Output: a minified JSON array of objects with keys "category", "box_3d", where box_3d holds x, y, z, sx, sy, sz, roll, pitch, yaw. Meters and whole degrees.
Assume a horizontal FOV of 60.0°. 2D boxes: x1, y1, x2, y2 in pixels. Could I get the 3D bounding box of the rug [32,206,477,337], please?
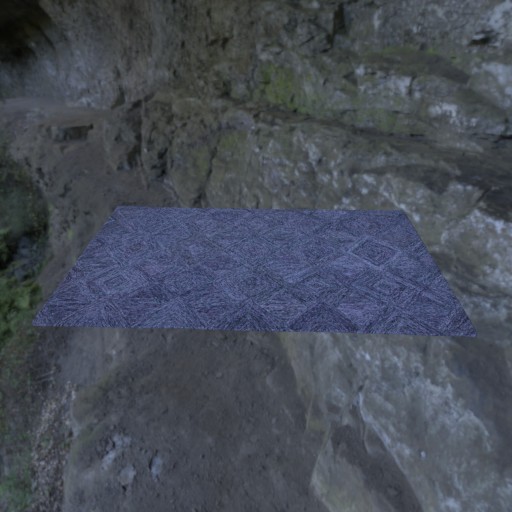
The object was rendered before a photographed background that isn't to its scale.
[{"category":"rug","box_3d":[0.000,0.000,2.221,1.752,0.013,1.158,1,30,2]}]
